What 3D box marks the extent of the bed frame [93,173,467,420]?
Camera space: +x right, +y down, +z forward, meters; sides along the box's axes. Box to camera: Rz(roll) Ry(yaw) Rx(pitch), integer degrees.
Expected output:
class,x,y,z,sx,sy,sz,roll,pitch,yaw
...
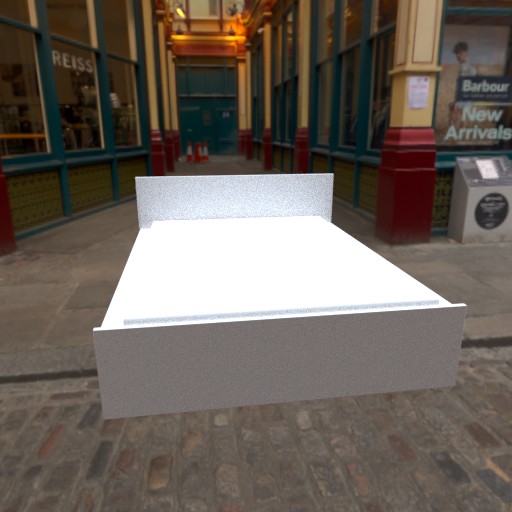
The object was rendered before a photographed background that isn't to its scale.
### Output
class,x,y,z,sx,sy,sz,roll,pitch,yaw
bed frame,0.000,0.000,2.815,1.622,0.800,1.960,-3,17,-9
